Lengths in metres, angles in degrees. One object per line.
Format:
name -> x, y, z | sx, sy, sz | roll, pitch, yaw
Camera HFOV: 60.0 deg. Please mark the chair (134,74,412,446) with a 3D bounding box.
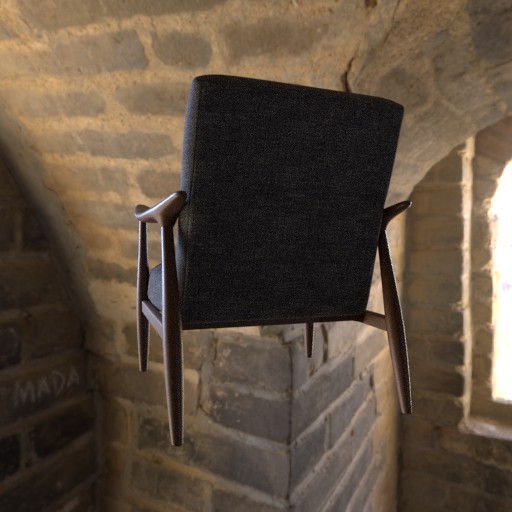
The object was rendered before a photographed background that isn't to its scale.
chair -> 0.000, 0.000, 1.418 | 0.741, 0.832, 0.798 | 0, 1, -19
